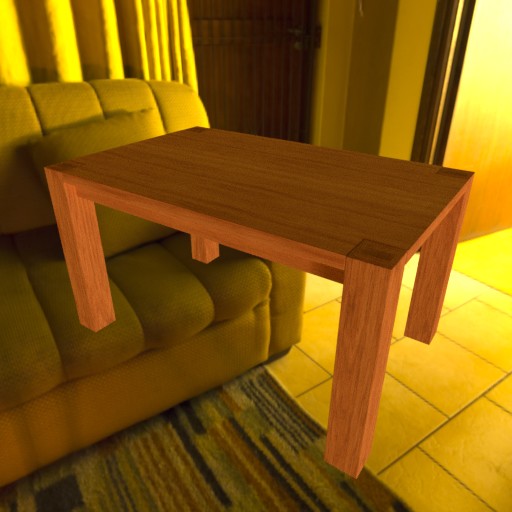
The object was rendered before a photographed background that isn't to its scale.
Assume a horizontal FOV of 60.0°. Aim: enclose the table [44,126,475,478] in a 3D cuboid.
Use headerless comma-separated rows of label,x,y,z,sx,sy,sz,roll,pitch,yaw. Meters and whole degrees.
table,0.000,0.000,1.886,1.400,0.760,0.900,18,33,30
